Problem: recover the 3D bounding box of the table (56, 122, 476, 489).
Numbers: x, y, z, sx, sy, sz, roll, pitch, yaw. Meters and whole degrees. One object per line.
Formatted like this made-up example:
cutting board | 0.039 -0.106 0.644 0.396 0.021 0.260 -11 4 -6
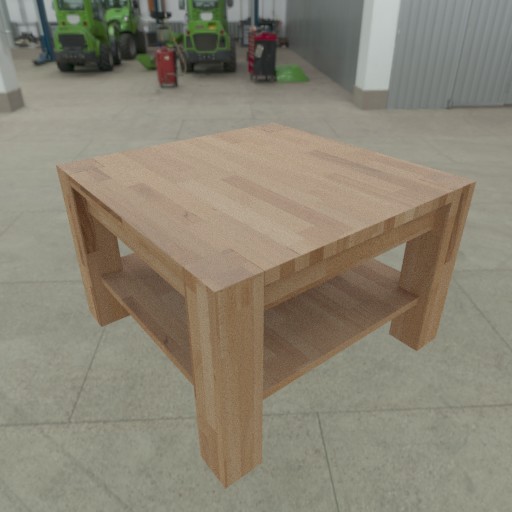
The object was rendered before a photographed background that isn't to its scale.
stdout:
table | 0.000 0.000 1.150 0.700 0.451 0.700 -22 36 -33
